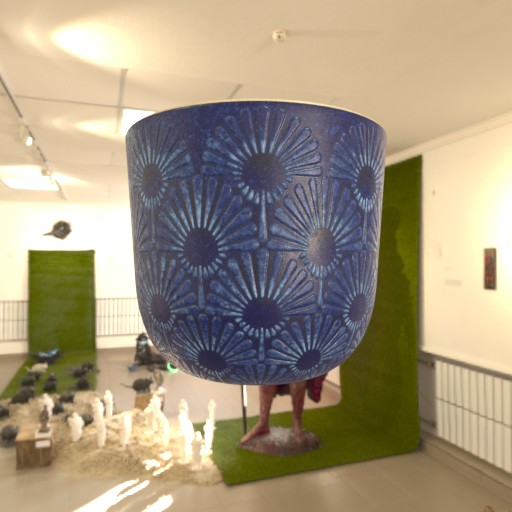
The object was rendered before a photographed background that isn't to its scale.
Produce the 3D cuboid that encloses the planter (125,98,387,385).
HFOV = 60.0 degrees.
[{"bbox_3d":[0.000,0.000,0.299,0.170,0.153,0.170,0,-1,0],"label":"planter"}]
